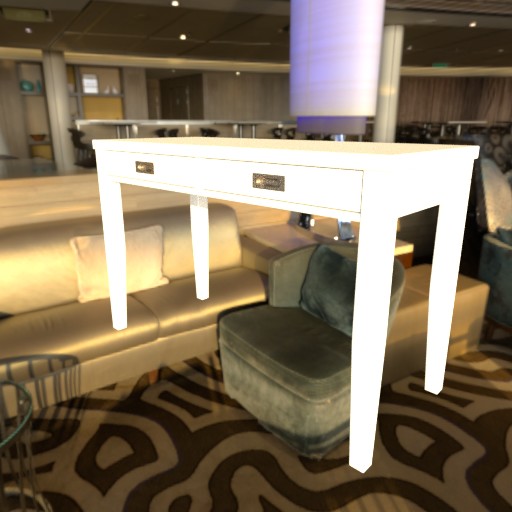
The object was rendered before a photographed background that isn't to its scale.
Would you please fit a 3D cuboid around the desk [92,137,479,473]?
[{"bbox_3d":[0.000,0.000,1.558,1.220,0.775,0.508,15,22,41],"label":"desk"}]
